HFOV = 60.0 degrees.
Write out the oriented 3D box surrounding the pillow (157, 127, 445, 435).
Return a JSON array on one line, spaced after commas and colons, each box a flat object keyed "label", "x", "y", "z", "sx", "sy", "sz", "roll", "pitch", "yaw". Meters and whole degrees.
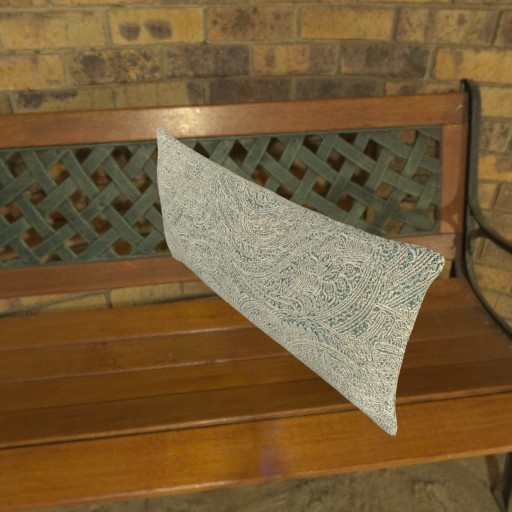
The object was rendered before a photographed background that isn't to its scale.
[{"label": "pillow", "x": 0.000, "y": 0.000, "z": 0.733, "sx": 0.151, "sy": 0.295, "sz": 0.615, "roll": -23, "pitch": 38, "yaw": -32}]
